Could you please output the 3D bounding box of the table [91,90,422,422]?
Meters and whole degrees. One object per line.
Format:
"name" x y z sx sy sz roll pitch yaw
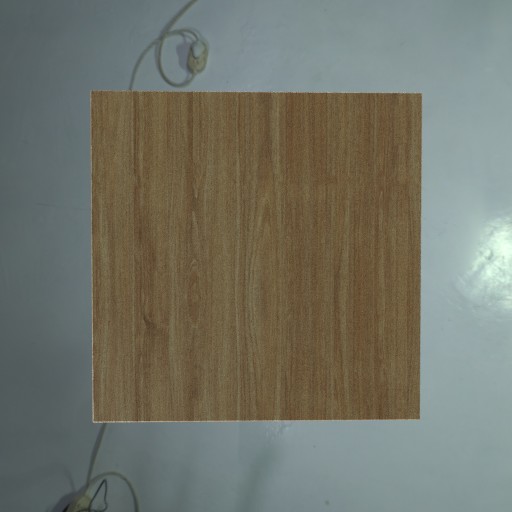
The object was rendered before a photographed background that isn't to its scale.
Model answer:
"table" 0.000 0.000 1.436 0.900 0.450 0.900 0 91 -1
